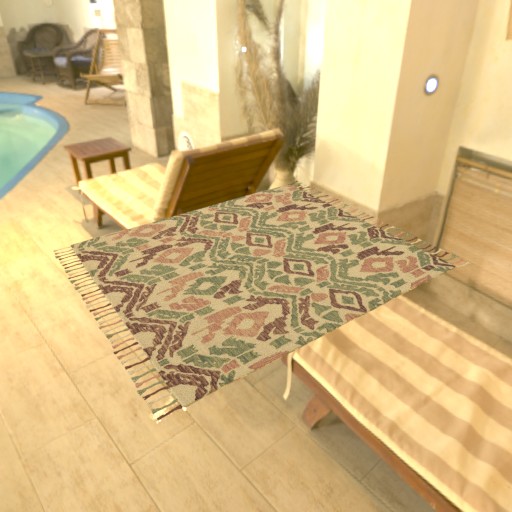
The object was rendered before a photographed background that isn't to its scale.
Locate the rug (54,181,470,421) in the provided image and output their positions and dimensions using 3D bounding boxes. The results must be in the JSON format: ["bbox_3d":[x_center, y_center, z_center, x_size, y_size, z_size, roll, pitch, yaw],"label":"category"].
[{"bbox_3d":[0.000,0.000,4.095,3.048,0.010,2.438,-20,36,-30],"label":"rug"}]
